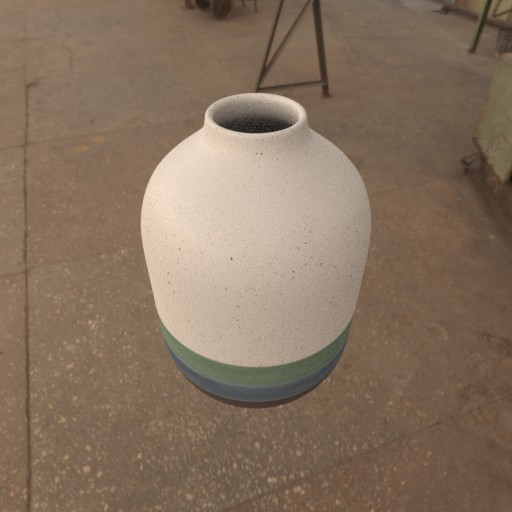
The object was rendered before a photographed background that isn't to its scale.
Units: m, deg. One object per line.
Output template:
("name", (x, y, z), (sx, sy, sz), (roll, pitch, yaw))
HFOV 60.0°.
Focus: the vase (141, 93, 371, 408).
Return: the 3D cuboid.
("vase", (0.000, 0.000, 0.356), (0.169, 0.240, 0.169), (0, 42, 0))
